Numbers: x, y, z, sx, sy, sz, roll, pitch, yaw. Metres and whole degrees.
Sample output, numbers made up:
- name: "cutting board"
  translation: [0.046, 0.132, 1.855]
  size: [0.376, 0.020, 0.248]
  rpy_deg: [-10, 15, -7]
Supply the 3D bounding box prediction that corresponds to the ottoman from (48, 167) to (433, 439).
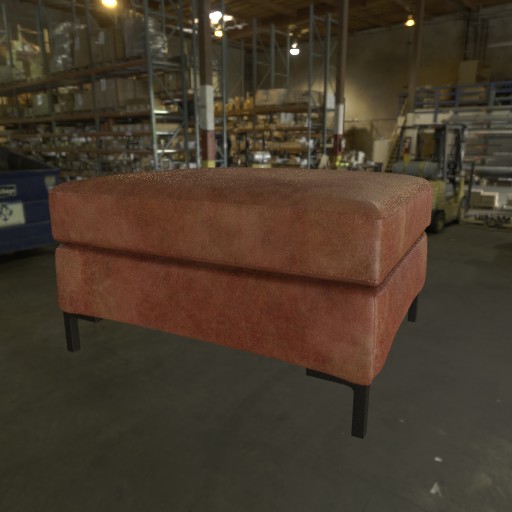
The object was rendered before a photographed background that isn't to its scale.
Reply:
- name: "ottoman"
  translation: [0.000, 0.000, 1.753]
  size: [1.186, 0.667, 0.965]
  rpy_deg: [7, 16, 27]
